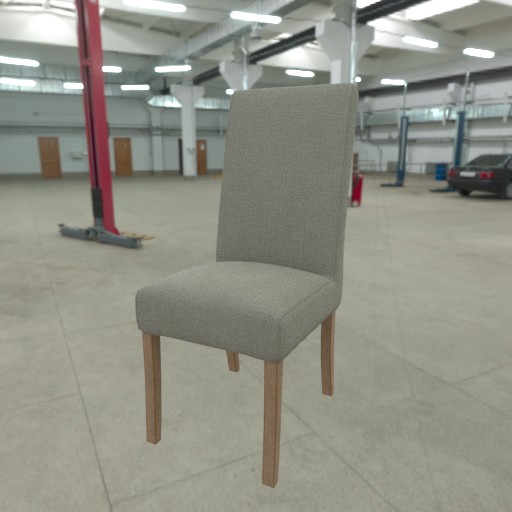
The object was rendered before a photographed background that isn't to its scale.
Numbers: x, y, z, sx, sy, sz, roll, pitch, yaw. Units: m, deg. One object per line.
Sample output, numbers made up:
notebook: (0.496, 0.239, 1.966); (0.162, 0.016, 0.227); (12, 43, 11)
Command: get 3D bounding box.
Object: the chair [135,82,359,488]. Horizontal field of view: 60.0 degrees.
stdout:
chair: (0.000, 0.000, 1.349); (0.450, 1.033, 0.611); (7, 15, 26)
